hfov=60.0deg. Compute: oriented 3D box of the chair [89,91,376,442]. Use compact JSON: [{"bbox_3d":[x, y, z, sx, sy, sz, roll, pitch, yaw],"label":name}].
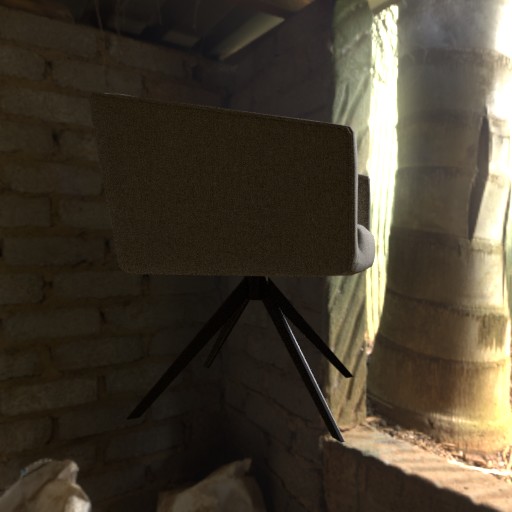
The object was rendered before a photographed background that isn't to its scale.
[{"bbox_3d":[0.000,0.000,1.213,0.623,0.760,0.628,0,0,17],"label":"chair"}]
